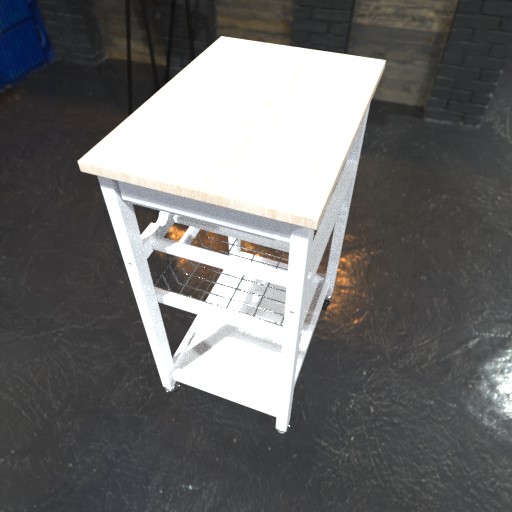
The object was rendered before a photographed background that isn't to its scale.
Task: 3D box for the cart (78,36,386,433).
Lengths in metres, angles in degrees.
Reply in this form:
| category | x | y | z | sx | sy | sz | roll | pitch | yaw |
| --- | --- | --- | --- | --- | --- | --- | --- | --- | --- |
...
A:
| category | x | y | z | sx | sy | sz | roll | pitch | yaw |
| --- | --- | --- | --- | --- | --- | --- | --- | --- | --- |
| cart | 0.000 | 0.000 | 1.167 | 0.406 | 0.857 | 0.578 | 15 | 48 | 14 |
